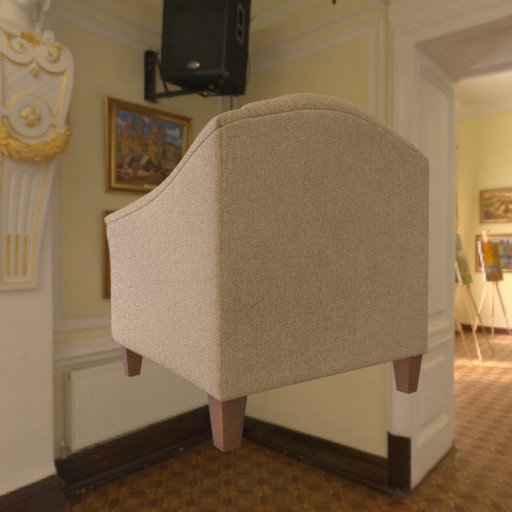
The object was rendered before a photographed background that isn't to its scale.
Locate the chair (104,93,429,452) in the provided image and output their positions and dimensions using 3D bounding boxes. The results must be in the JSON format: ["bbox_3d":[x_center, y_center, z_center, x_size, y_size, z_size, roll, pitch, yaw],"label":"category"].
[{"bbox_3d":[0.000,0.000,1.446,0.763,0.839,0.787,-1,1,-36],"label":"chair"}]
